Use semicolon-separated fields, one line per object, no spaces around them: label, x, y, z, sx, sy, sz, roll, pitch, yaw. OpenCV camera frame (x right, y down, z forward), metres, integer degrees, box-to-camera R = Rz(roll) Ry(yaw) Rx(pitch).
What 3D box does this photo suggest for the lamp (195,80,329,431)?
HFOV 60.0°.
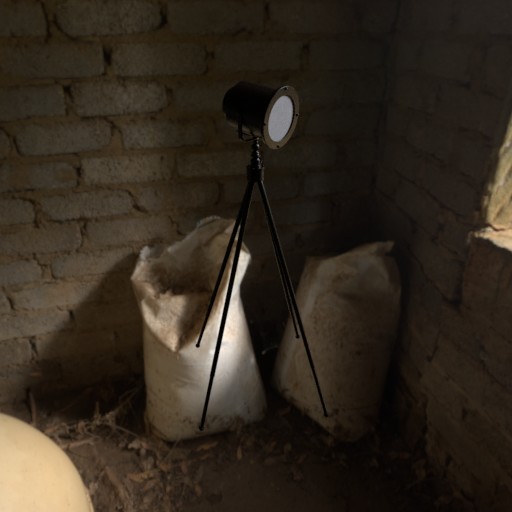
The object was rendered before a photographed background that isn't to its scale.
lamp;0.000;0.000;2.044;0.884;1.504;0.879;19;34;32
